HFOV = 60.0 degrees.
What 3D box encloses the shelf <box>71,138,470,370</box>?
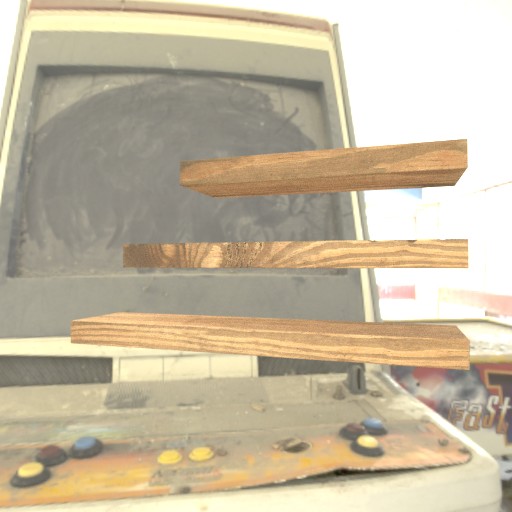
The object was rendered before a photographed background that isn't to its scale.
[{"bbox_3d":[0.000,0.000,0.719,0.610,0.293,0.140,0,-1,18],"label":"shelf"}]
